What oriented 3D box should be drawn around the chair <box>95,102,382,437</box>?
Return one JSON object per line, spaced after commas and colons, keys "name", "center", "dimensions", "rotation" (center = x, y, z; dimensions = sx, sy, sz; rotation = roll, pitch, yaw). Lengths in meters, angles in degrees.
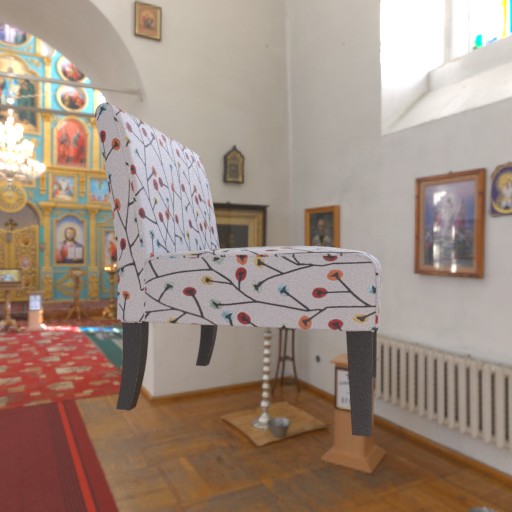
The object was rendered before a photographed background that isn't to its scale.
{"name": "chair", "center": [0.000, 0.000, 1.341], "dimensions": [0.732, 0.813, 0.597], "rotation": [0, -1, 16]}
